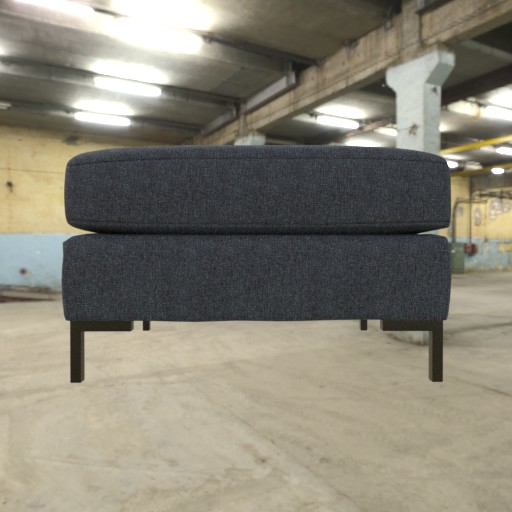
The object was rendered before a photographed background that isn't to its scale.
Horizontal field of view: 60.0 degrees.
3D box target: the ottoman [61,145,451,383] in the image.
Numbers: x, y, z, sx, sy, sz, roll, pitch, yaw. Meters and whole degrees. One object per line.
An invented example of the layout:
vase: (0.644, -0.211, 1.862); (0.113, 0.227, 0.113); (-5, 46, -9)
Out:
ottoman: (0.000, 0.000, 1.263); (0.831, 0.533, 0.695); (0, 1, 0)
